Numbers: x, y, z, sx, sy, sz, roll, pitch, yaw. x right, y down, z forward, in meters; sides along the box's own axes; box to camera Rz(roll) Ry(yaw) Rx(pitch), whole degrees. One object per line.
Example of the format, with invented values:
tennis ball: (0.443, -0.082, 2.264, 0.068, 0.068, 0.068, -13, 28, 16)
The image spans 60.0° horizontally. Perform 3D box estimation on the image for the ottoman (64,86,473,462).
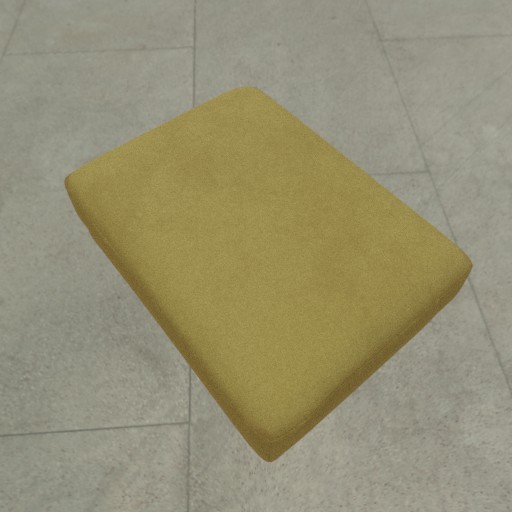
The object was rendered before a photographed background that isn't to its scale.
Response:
ottoman: (0.000, 0.000, 1.139, 0.608, 0.449, 0.811, -35, 64, -20)
